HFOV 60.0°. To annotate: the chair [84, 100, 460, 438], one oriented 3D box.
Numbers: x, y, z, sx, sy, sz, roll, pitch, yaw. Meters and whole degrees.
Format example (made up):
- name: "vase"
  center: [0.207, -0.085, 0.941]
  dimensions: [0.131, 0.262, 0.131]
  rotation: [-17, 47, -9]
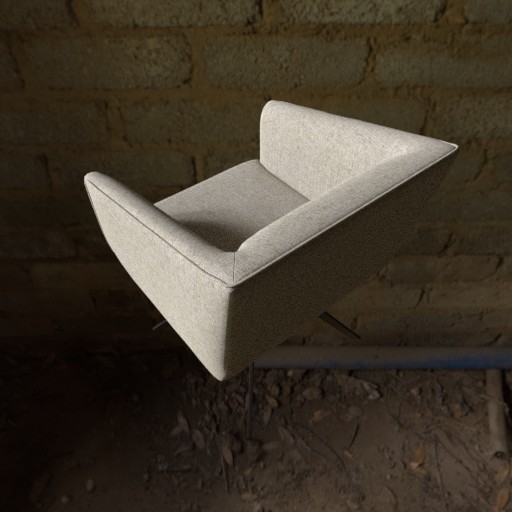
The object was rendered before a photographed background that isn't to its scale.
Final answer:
- name: "chair"
  center: [0.000, 0.000, 1.224]
  dimensions: [0.628, 0.760, 0.623]
  rotation: [-31, 54, -26]
